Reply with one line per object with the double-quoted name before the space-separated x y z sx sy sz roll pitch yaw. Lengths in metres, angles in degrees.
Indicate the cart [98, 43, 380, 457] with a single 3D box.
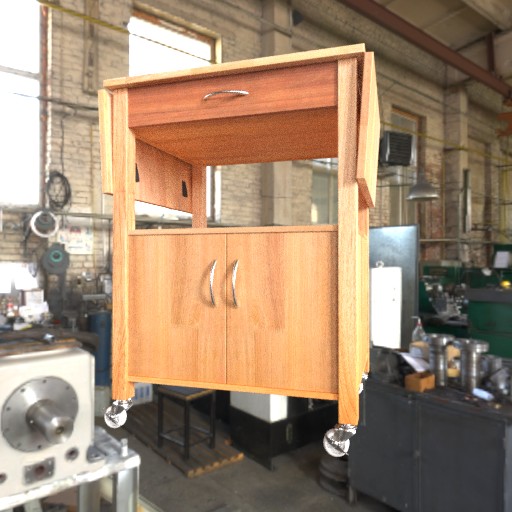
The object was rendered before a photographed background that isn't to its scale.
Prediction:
"cart" 0.000 0.000 1.205 0.640 0.838 0.508 0 -1 17
